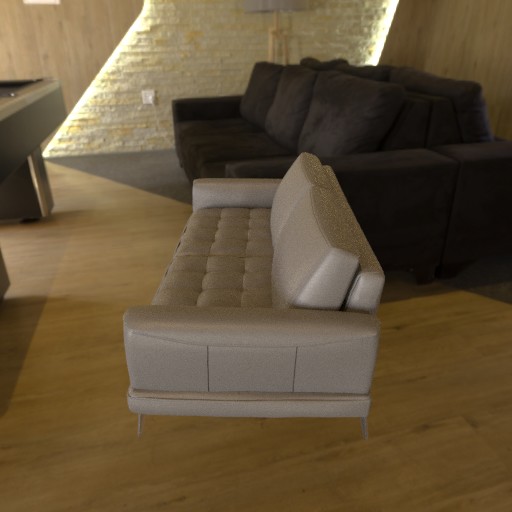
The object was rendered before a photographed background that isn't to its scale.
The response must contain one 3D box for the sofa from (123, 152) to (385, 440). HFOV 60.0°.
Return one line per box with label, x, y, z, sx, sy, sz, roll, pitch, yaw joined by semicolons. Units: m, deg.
sofa;0.000;0.000;2.772;1.121;0.930;2.177;1;26;1
